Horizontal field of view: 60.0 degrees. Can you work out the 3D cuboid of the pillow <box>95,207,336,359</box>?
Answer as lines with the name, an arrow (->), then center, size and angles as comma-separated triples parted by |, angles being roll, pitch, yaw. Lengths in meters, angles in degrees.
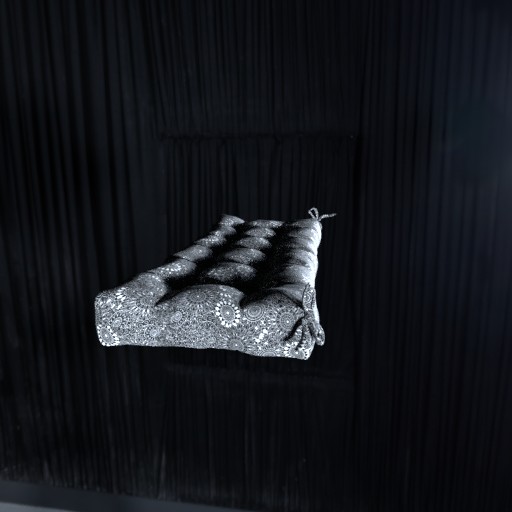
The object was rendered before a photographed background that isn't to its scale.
pillow -> 0.000, 0.000, 1.372 | 0.511, 0.174, 1.194 | 2, 14, 8
